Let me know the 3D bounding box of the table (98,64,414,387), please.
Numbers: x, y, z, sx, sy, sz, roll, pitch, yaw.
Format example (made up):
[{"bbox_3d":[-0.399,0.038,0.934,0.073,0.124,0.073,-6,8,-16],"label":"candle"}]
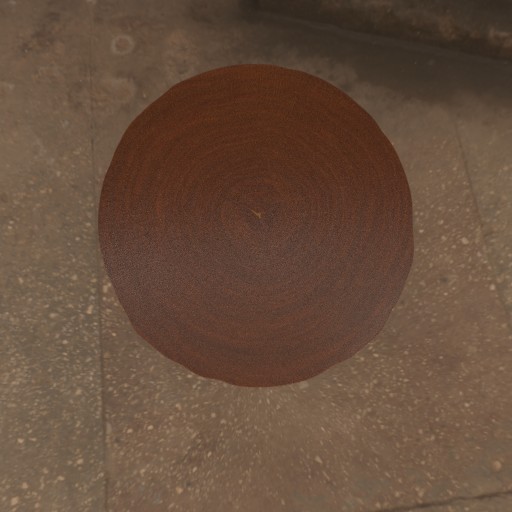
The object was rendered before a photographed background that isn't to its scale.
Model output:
[{"bbox_3d":[0.000,0.000,0.753,0.380,0.450,0.410,-5,76,-1],"label":"table"}]
